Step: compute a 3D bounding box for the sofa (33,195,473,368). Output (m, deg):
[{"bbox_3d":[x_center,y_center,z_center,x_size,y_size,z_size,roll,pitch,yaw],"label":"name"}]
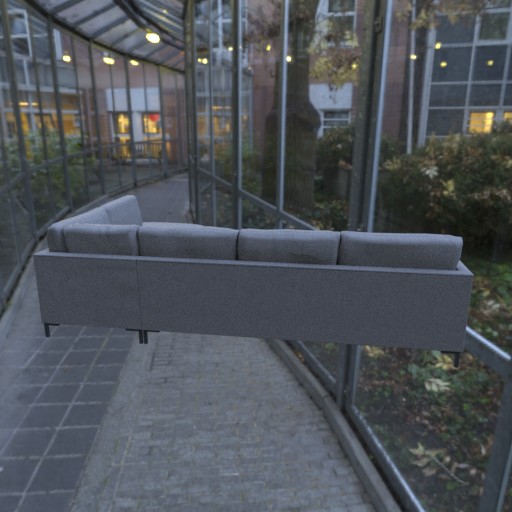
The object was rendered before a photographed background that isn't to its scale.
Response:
[{"bbox_3d":[0.000,0.000,4.315,3.331,0.964,2.077,2,17,8],"label":"sofa"}]
